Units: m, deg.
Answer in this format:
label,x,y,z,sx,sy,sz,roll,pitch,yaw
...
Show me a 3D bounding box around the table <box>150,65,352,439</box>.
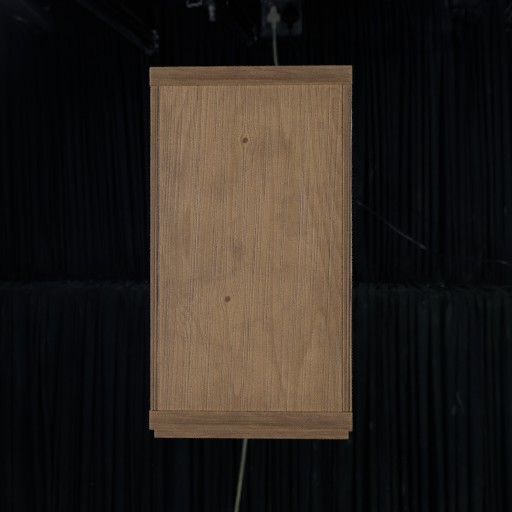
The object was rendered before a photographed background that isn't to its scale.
label,x,y,z,sx,sy,sz,roll,pitch,yaw
table,0.000,0.000,1.471,0.410,0.771,1.151,0,0,1
